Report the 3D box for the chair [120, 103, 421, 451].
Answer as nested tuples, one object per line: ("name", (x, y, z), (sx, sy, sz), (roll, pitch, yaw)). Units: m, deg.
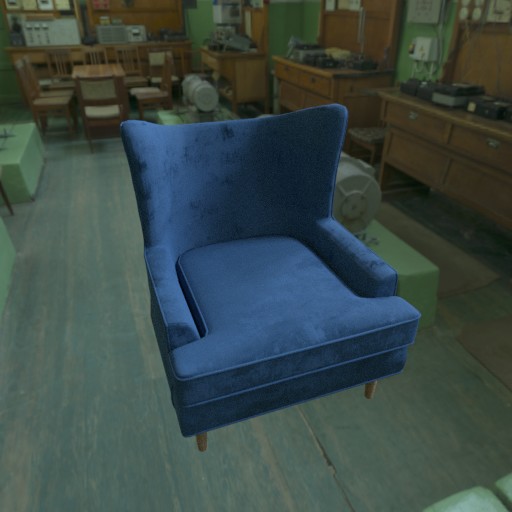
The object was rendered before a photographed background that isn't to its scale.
("chair", (0.000, 0.000, 1.596), (0.793, 0.952, 0.910), (-11, 32, -17))
